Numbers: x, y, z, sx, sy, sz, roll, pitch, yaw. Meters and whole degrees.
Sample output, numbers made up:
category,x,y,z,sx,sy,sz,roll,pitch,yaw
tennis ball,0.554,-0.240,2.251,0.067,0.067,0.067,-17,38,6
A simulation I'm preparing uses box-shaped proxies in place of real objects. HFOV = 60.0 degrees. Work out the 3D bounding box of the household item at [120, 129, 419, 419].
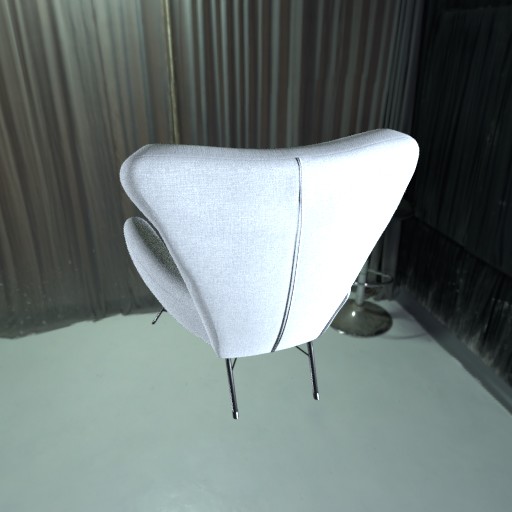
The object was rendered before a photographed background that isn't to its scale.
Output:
category,x,y,z,sx,sy,sz,roll,pitch,yaw
household item,0.000,0.000,1.786,0.980,1.050,0.900,-8,27,-17
